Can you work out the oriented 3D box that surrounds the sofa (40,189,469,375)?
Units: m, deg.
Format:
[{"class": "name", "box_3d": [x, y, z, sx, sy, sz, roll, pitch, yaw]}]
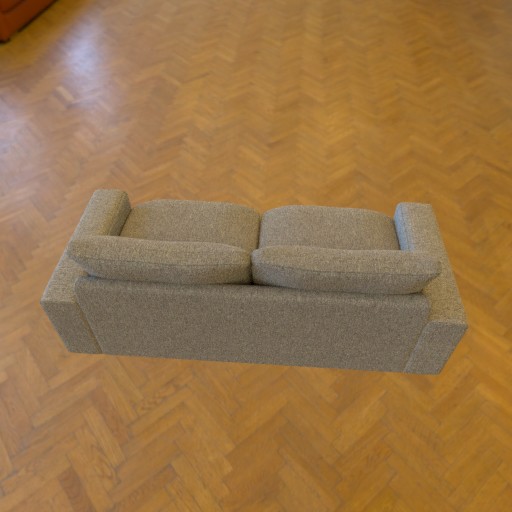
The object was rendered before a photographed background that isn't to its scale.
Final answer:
[{"class": "sofa", "box_3d": [0.000, 0.000, 2.780, 2.299, 0.922, 1.040, 3, 47, 3]}]
